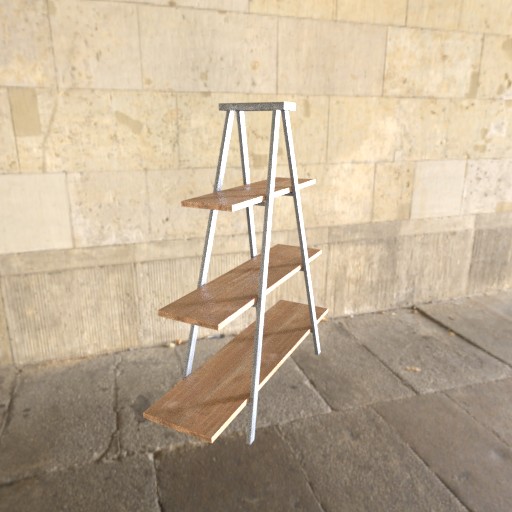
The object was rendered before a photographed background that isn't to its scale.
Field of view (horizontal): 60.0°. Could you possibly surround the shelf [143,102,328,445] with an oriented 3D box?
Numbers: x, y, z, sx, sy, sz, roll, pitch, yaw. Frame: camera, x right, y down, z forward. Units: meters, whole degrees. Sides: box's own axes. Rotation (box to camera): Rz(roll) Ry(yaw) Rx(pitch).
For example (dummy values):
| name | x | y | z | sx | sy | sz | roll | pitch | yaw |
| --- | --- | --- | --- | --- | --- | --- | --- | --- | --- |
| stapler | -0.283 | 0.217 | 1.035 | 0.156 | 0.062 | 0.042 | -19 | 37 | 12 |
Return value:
| name | x | y | z | sx | sy | sz | roll | pitch | yaw |
| --- | --- | --- | --- | --- | --- | --- | --- | --- | --- |
| shelf | 0.000 | 0.000 | 2.769 | 0.508 | 1.808 | 1.746 | 8 | 19 | 26 |
